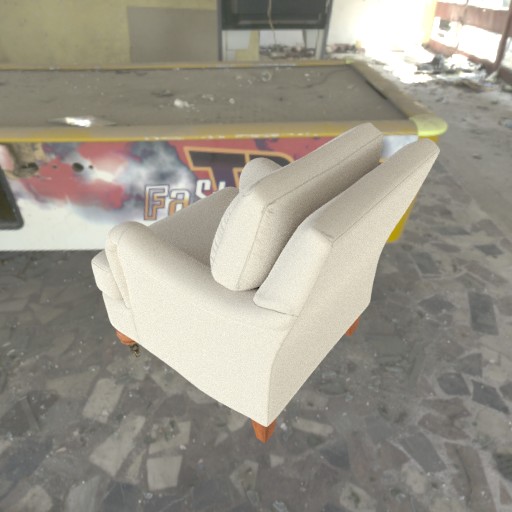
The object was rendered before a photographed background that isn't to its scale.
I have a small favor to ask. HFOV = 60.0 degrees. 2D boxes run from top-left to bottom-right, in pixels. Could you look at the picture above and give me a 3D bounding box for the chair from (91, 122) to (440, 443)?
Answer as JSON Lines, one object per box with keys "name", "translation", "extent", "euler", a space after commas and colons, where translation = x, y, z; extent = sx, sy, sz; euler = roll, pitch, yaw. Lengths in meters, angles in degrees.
{"name": "chair", "translation": [0.000, 0.000, 1.850], "extent": [1.070, 1.038, 0.955], "euler": [21, 38, 30]}
